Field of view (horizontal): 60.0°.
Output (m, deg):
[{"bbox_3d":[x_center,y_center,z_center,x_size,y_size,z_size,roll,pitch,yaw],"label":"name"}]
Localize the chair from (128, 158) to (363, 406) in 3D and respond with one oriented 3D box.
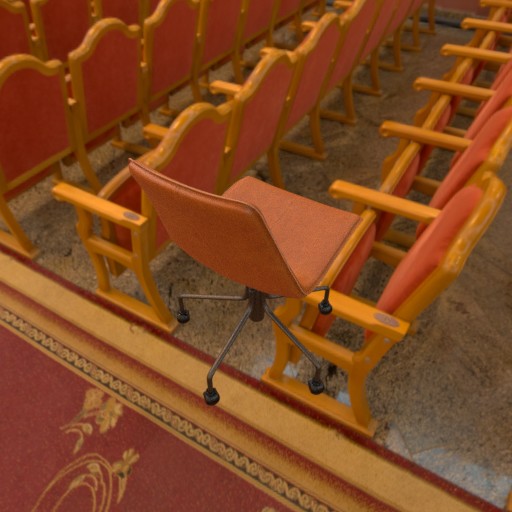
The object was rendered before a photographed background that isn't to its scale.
[{"bbox_3d":[0.000,0.000,1.411,0.651,0.920,0.660,24,50,22],"label":"chair"}]
